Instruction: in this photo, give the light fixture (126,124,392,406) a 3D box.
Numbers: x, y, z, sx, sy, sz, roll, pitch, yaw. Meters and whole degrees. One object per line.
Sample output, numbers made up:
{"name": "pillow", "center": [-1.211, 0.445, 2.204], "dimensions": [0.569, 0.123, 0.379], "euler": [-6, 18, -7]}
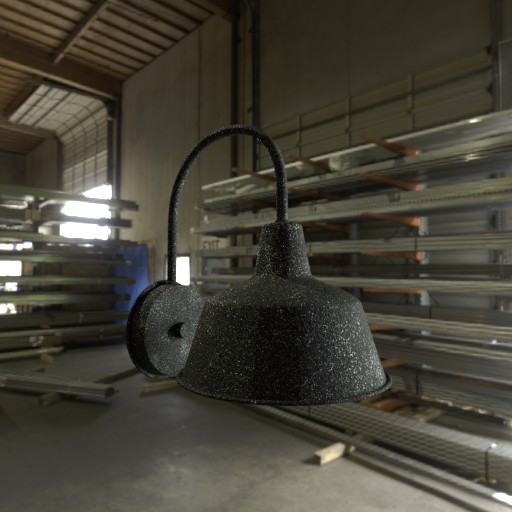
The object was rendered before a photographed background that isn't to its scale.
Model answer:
{"name": "light fixture", "center": [0.000, 0.000, 0.481], "dimensions": [0.283, 0.300, 0.216], "euler": [-2, -3, 36]}
